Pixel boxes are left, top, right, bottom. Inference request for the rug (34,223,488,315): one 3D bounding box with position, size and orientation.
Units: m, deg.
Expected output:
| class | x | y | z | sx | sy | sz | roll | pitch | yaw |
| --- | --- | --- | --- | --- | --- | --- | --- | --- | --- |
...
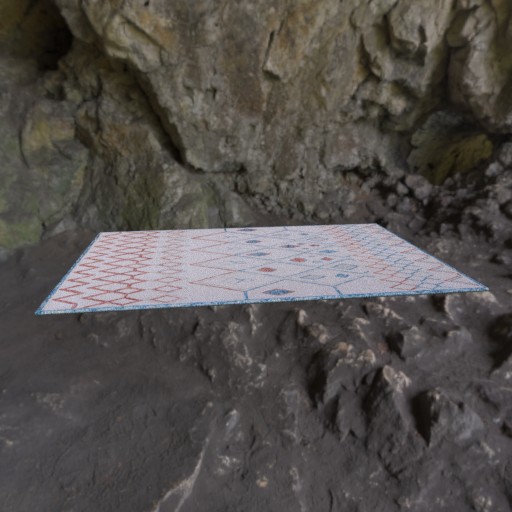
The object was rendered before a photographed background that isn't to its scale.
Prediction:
| class | x | y | z | sx | sy | sz | roll | pitch | yaw |
| --- | --- | --- | --- | --- | --- | --- | --- | --- | --- |
| rug | 0.000 | 0.000 | 2.337 | 1.829 | 0.016 | 1.219 | -2 | 17 | -7 |
